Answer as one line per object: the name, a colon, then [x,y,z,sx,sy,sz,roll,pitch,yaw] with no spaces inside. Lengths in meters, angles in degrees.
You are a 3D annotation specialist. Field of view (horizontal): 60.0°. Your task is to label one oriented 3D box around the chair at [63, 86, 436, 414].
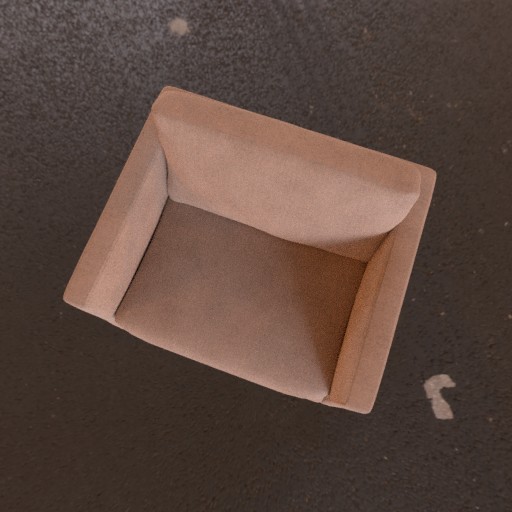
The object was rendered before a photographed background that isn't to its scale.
chair: [0.000,0.000,1.845,1.133,0.961,0.959,19,75,5]
